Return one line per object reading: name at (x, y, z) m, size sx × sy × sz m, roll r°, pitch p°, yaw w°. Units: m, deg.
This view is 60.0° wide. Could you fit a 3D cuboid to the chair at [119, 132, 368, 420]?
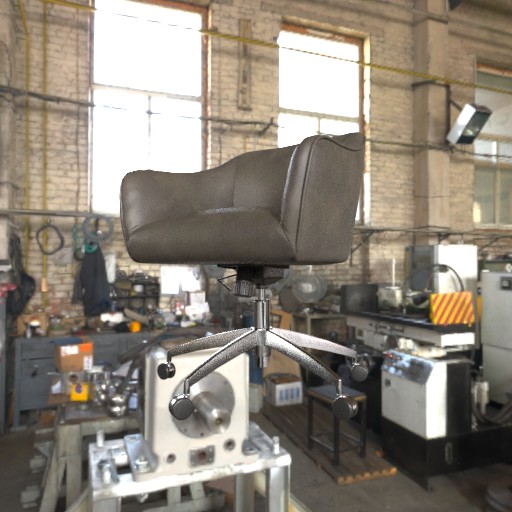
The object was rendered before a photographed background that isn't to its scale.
chair at (0.000, 0.000, 1.371) m, size 0.713 × 0.827 × 0.689 m, roll -1°, pitch -2°, yaw 36°
